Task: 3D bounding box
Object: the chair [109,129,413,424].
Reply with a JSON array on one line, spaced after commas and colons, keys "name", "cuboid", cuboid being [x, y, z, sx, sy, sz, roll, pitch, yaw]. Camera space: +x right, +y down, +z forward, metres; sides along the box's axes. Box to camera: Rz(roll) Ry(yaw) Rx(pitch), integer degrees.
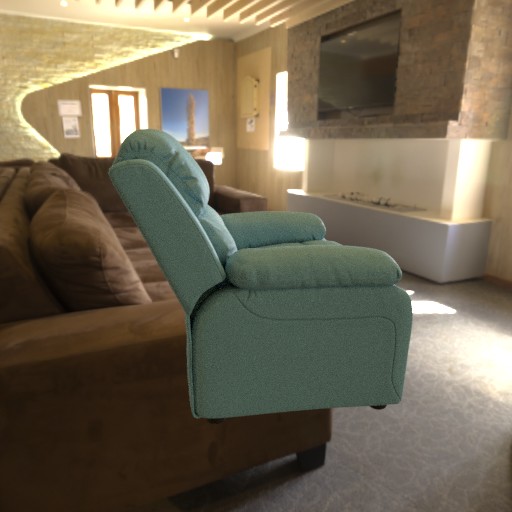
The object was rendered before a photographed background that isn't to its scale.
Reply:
[{"name": "chair", "cuboid": [0.000, 0.000, 1.278, 0.709, 0.702, 0.680, -3, 15, -9]}]
